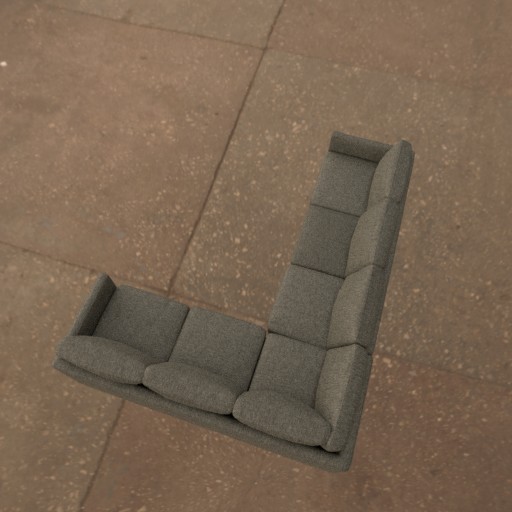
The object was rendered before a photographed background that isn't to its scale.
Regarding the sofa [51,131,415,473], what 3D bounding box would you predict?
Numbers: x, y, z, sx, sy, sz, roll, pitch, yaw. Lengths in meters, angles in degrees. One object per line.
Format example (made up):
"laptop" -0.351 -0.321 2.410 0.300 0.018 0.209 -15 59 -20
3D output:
"sofa" 0.000 0.000 4.428 2.593 0.947 3.302 16 64 8
